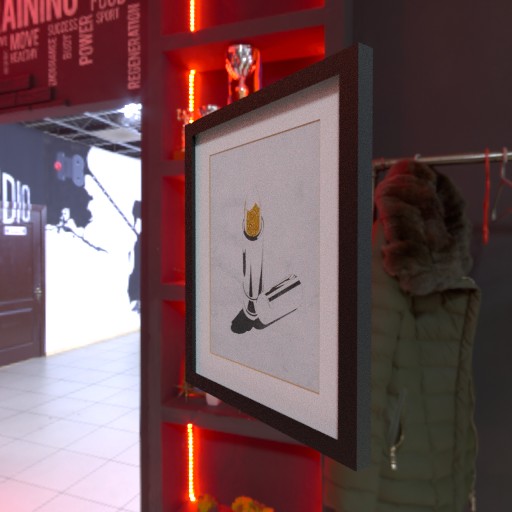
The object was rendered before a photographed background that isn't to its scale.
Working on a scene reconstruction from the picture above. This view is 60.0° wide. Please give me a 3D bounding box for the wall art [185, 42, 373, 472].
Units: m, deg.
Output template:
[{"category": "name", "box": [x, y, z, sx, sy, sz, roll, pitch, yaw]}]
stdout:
[{"category": "wall art", "box": [0.000, 0.000, 0.532, 0.019, 0.381, 0.330, -1, 1, -36]}]
